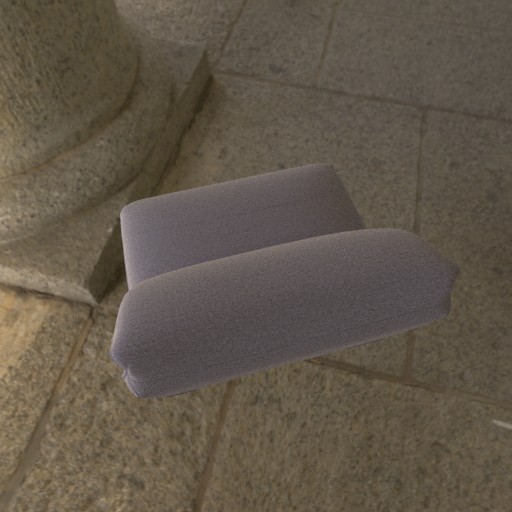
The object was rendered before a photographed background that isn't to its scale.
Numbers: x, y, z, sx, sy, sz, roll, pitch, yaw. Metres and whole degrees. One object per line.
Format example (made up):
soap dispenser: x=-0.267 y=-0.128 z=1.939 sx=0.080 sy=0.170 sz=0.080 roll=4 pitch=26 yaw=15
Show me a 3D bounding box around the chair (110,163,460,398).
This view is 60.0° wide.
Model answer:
chair: x=0.000 y=0.000 z=1.355 sx=0.820 sy=0.580 sz=0.780 roll=-13 pitch=59 yaw=-8
